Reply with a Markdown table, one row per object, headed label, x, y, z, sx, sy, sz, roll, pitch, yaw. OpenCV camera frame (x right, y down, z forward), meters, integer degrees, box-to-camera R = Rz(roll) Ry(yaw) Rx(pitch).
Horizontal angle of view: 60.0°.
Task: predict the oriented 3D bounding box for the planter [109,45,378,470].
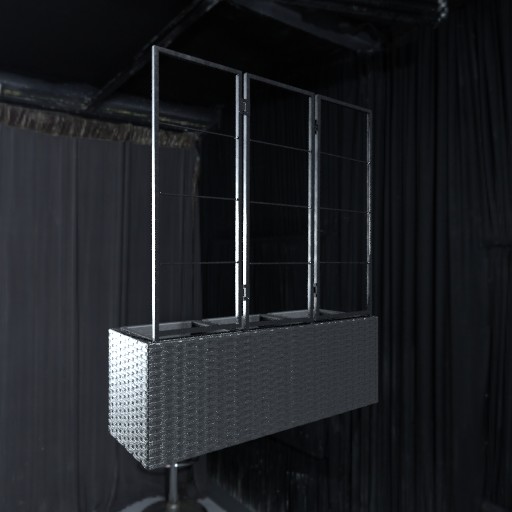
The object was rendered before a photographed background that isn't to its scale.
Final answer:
| label | x | y | z | sx | sy | sz | roll | pitch | yaw |
| --- | --- | --- | --- | --- | --- | --- | --- | --- | --- |
| planter | 0.000 | 0.000 | 1.167 | 0.698 | 0.841 | 0.244 | 0 | 0 | -36 |
